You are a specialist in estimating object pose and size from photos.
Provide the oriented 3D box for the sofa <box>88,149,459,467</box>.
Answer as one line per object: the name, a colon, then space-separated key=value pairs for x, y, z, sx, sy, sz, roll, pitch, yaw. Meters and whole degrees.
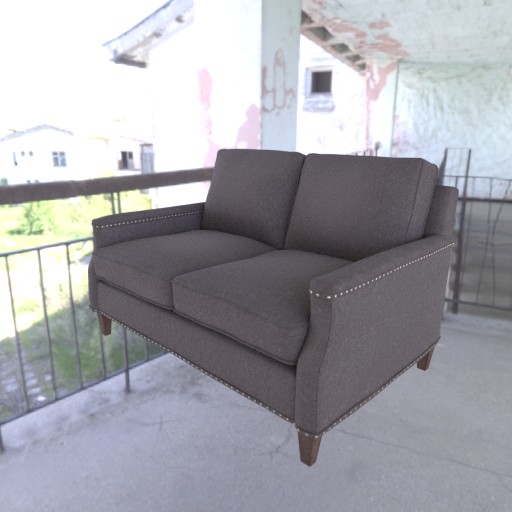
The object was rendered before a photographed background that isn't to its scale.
sofa: x=0.000 y=0.000 z=2.209 sx=1.597 sy=1.003 sz=1.084 roll=15 pitch=21 yaw=43
